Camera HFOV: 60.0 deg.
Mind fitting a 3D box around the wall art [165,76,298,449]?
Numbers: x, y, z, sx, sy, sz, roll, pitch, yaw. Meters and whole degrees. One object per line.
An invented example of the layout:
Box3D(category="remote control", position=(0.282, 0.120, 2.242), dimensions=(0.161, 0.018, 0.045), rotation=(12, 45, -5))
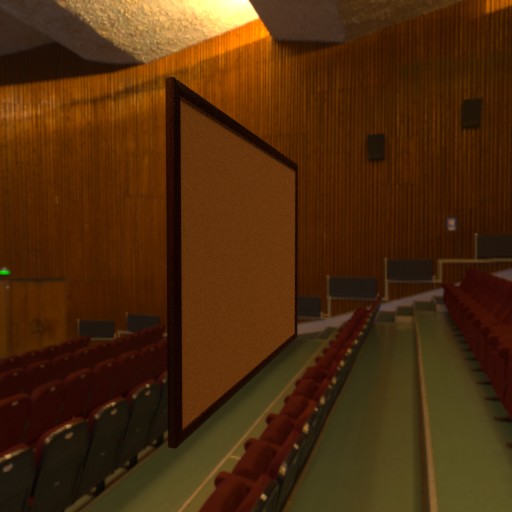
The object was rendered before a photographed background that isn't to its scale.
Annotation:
Box3D(category="wall art", position=(0.000, 0.000, 1.053), dimensions=(0.014, 0.559, 0.816), rotation=(1, 2, 18))
